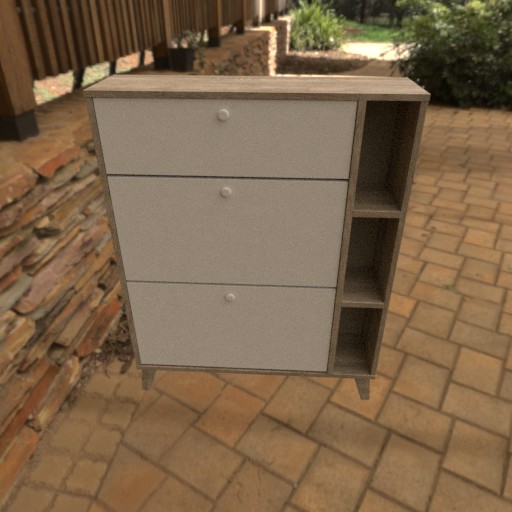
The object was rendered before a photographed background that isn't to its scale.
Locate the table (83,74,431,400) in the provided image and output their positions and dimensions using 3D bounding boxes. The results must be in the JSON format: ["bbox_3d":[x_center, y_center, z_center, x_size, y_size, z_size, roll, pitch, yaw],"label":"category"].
[{"bbox_3d":[0.000,0.000,1.544,0.902,1.135,0.256,2,31,3],"label":"table"}]
